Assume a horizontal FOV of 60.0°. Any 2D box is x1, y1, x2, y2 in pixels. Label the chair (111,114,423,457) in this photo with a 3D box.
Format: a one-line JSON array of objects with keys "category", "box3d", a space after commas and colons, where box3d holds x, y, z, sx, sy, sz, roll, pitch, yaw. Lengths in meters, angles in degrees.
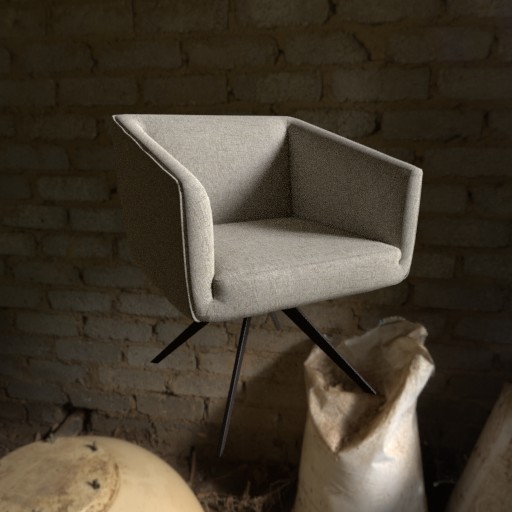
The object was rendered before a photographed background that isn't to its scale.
[{"category": "chair", "box3d": [0.000, 0.000, 1.237, 0.628, 0.760, 0.623, -8, 18, -27]}]
